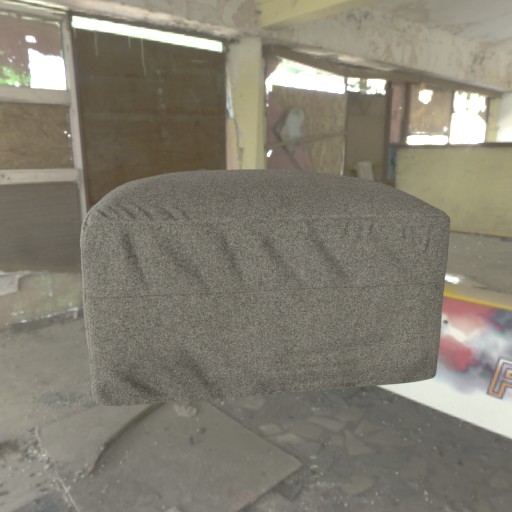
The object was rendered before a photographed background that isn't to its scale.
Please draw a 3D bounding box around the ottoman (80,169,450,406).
[{"bbox_3d":[0.000,0.000,1.254,0.837,0.481,0.683,-2,13,-8],"label":"ottoman"}]
